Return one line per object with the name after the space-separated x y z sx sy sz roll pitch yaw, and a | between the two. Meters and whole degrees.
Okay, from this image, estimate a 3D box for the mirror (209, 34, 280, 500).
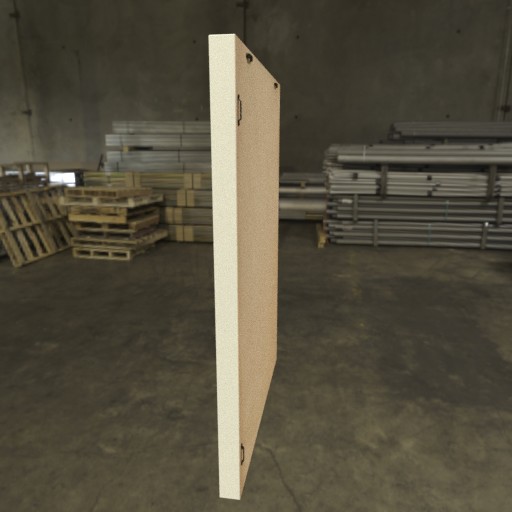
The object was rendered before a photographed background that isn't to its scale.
0.000 0.000 0.895 0.040 0.710 0.507 2 14 9 | mirror
